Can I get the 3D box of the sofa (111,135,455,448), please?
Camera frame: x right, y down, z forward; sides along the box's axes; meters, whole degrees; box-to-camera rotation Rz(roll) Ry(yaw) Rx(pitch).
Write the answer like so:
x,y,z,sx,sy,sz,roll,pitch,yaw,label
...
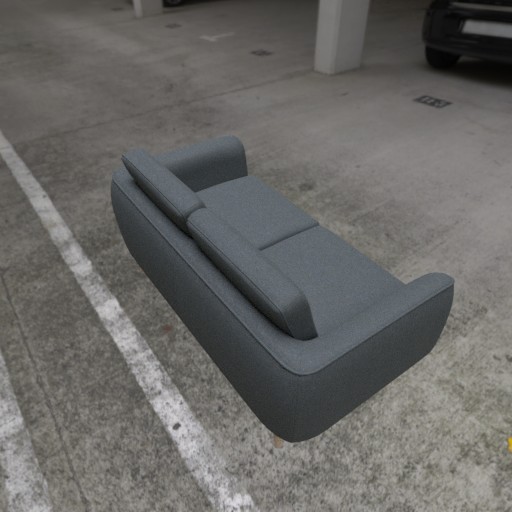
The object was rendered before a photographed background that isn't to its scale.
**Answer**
x,y,z,sx,sy,sz,roll,pitch,yaw,label
0.000,0.000,2.254,0.920,0.850,1.700,-25,46,-26,sofa
